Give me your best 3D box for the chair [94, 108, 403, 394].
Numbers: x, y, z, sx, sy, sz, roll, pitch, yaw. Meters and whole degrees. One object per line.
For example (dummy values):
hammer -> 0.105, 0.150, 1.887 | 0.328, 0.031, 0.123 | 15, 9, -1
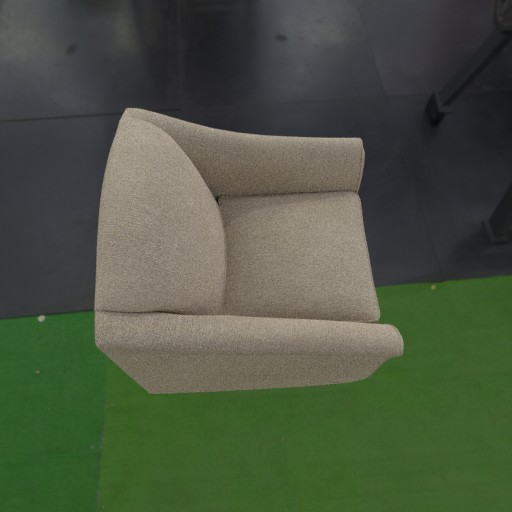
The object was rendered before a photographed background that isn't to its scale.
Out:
chair -> 0.000, 0.000, 1.457 | 0.787, 0.839, 0.763 | -2, 62, -1
